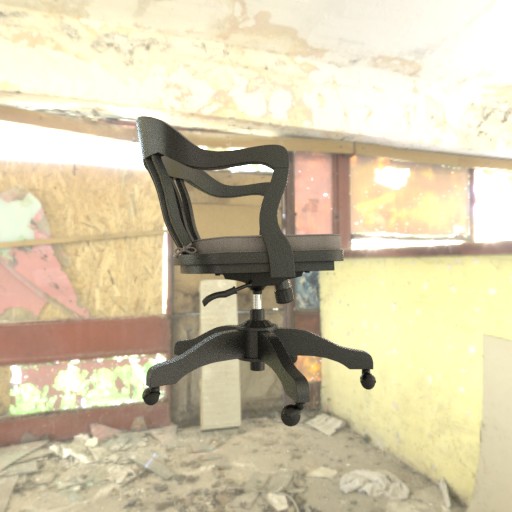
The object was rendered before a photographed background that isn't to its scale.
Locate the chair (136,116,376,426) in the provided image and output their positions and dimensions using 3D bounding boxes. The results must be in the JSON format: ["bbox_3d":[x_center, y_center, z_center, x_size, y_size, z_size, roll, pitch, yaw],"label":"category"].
[{"bbox_3d":[0.000,0.000,1.488,0.788,0.878,0.750,0,-1,0],"label":"chair"}]
